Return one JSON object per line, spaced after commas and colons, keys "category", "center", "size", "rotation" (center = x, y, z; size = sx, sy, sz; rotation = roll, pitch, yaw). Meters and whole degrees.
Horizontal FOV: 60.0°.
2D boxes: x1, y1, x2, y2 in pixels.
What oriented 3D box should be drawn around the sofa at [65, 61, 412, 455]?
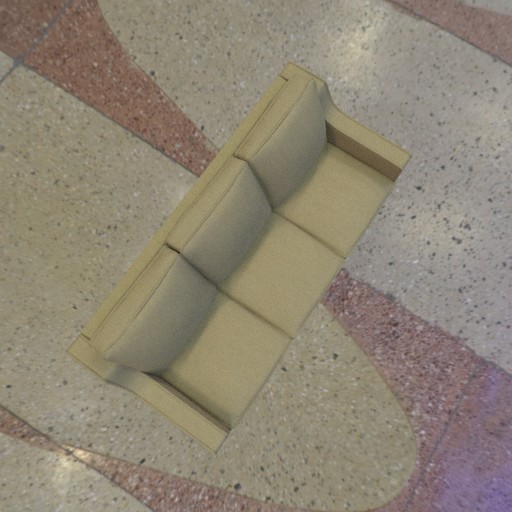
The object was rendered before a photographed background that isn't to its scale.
{"category": "sofa", "center": [0.000, 0.000, 2.612], "size": [0.911, 0.974, 1.986], "rotation": [34, 79, 8]}
